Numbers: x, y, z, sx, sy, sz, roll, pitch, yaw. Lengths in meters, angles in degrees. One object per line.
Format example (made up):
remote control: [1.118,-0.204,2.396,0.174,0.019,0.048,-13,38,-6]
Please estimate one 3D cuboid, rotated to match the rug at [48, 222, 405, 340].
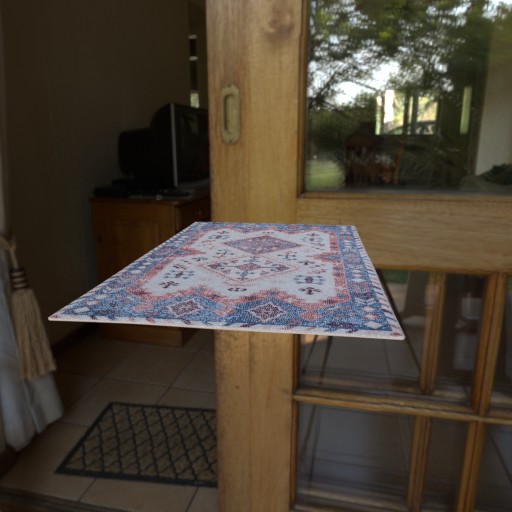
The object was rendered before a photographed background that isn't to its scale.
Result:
rug: [0.000,0.000,3.022,1.521,0.023,2.464,2,14,7]
